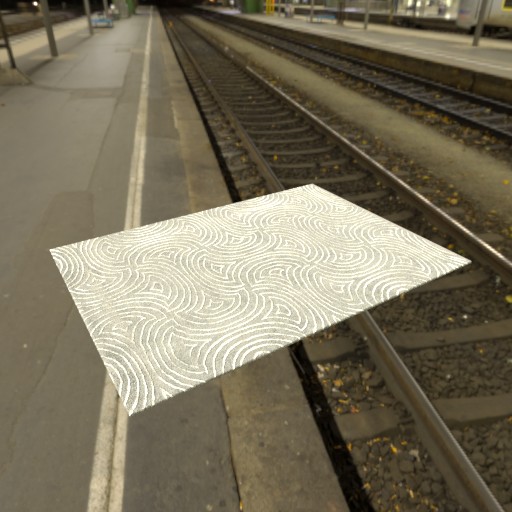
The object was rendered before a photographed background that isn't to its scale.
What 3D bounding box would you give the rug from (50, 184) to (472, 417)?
[{"bbox_3d":[0.000,0.000,2.771,2.144,0.015,1.543,-18,35,-28],"label":"rug"}]
